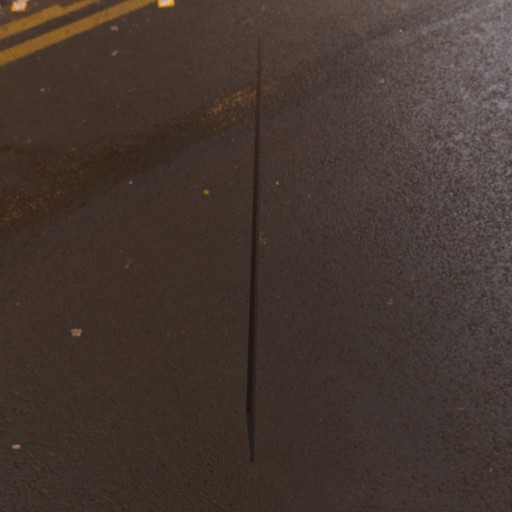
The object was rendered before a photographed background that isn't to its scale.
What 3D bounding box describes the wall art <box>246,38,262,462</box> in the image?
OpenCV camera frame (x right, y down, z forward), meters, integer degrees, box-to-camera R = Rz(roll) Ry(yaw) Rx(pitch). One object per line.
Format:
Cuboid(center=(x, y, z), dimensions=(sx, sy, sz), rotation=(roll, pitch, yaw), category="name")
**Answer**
Cuboid(center=(0.000, 0.000, 1.506), dimensions=(0.013, 0.811, 1.192), rotation=(1, 59, 1), category="wall art")
